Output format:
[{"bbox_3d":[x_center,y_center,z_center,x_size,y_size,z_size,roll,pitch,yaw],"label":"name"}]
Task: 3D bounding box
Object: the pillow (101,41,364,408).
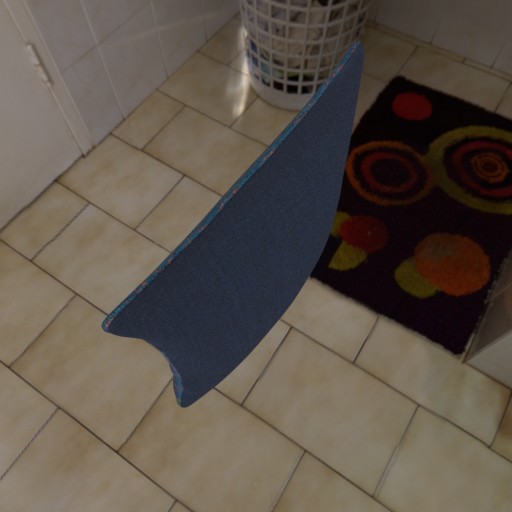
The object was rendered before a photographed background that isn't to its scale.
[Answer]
[{"bbox_3d":[0.000,0.000,0.629,0.141,0.431,0.431,33,67,15],"label":"pillow"}]
